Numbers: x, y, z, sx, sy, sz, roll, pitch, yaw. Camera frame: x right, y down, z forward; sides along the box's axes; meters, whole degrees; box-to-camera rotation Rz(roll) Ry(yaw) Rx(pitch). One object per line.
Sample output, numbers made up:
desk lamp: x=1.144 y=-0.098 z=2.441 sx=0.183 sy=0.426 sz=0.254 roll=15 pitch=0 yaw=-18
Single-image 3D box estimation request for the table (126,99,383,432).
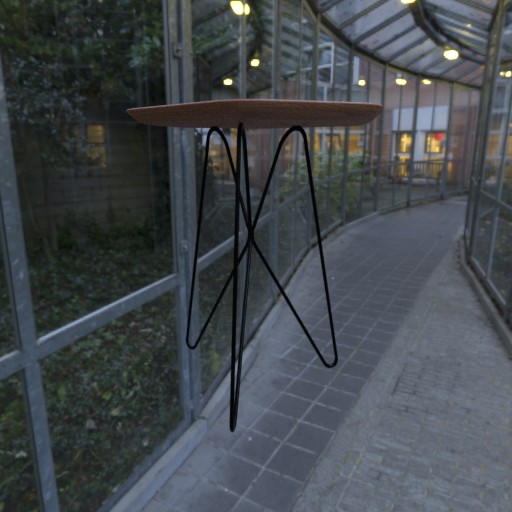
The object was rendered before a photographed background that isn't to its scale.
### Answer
table: x=0.000 y=0.000 z=0.904 sx=0.500 sy=0.562 sz=0.400 roll=13 pitch=19 yaw=41
